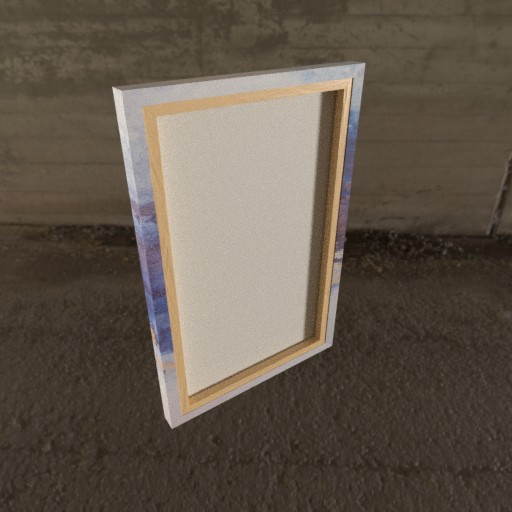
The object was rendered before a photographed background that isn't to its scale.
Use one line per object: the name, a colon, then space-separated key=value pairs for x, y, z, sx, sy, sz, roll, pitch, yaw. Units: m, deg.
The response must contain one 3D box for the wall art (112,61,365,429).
wall art: x=0.000 y=0.000 z=1.133 sx=0.583 sy=0.874 sz=0.048 roll=-19 pitch=36 yaw=-29
